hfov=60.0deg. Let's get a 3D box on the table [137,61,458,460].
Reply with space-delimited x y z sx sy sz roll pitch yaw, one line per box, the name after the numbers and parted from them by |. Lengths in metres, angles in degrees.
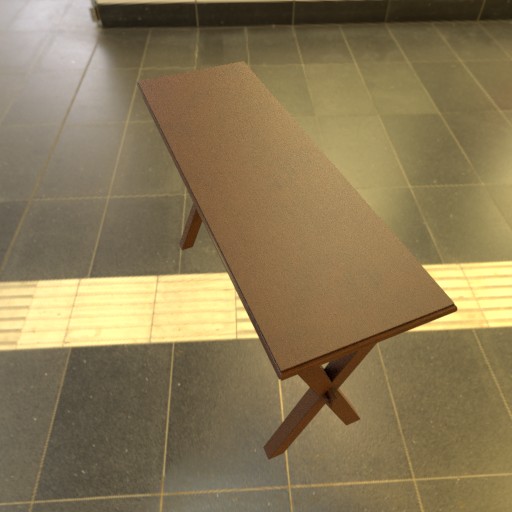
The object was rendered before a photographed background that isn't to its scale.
0.000 0.000 1.505 0.399 0.763 1.197 -17 51 -15 | table
